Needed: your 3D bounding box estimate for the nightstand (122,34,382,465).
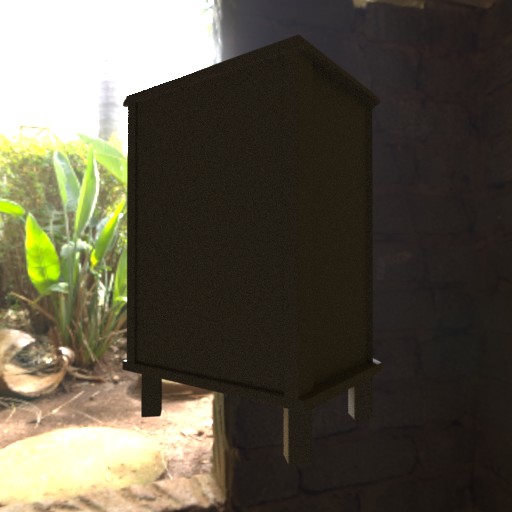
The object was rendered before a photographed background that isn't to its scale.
[{"bbox_3d":[0.000,0.000,0.950,0.450,0.680,0.350,0,-1,37],"label":"nightstand"}]
